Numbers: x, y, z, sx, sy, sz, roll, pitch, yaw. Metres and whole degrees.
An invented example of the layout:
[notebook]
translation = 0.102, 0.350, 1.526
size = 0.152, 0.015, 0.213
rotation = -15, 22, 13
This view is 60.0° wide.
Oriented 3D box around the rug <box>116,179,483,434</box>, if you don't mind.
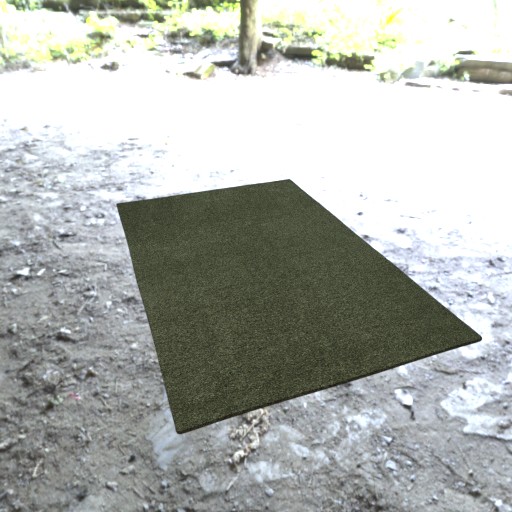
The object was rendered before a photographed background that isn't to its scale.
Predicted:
[rug]
translation = 0.000, 0.000, 3.381
size = 1.802, 0.026, 2.699
rotation = -11, 33, -18
